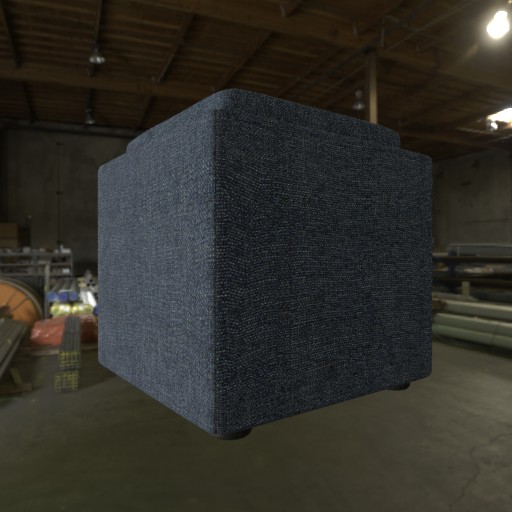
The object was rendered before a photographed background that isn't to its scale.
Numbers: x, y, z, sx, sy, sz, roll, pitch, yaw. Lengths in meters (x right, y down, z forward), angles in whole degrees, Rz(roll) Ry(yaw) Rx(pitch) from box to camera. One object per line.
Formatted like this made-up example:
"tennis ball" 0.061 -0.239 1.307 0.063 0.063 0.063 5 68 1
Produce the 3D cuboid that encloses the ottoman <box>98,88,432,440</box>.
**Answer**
"ottoman" 0.000 0.000 0.819 0.450 0.460 0.450 0 0 -36
